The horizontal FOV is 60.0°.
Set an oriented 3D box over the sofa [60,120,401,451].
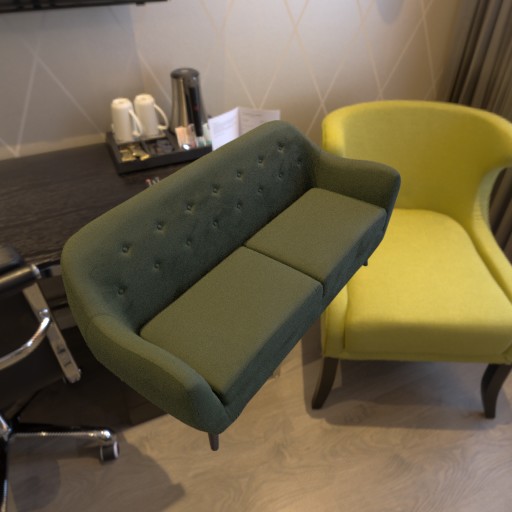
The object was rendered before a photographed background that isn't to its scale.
[{"bbox_3d":[0.000,0.000,2.293,0.820,0.836,1.840,25,45,27],"label":"sofa"}]
